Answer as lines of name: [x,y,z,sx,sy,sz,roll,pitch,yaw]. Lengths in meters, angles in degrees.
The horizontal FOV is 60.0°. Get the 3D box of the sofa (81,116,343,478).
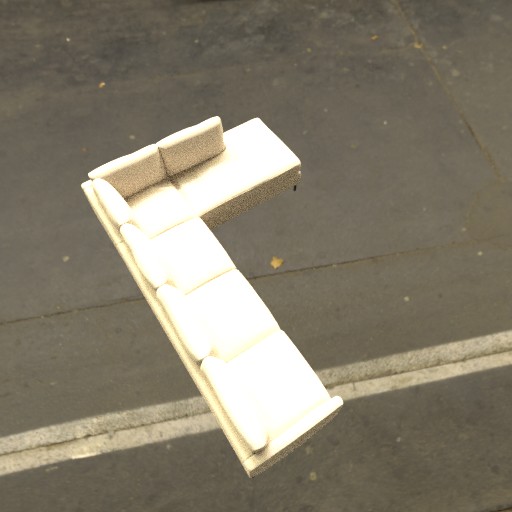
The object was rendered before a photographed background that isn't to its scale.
sofa: [0.000,0.000,3.938,2.007,0.815,2.949,-29,63,-16]
